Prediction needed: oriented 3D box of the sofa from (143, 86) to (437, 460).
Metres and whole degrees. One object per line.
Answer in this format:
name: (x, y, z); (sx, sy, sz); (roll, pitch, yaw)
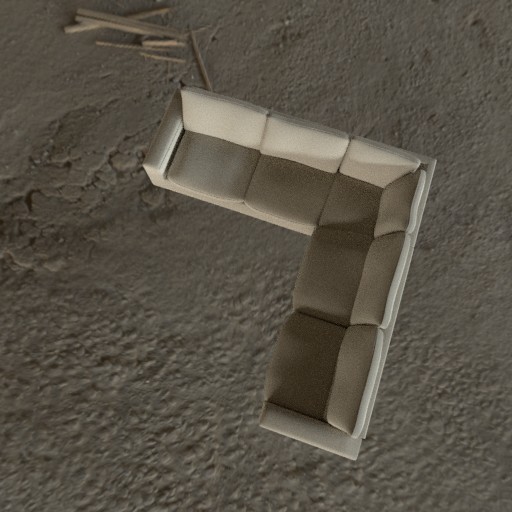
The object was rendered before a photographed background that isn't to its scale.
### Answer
sofa: (0.000, 0.000, 4.754); (3.066, 0.918, 3.206); (18, 76, 5)
